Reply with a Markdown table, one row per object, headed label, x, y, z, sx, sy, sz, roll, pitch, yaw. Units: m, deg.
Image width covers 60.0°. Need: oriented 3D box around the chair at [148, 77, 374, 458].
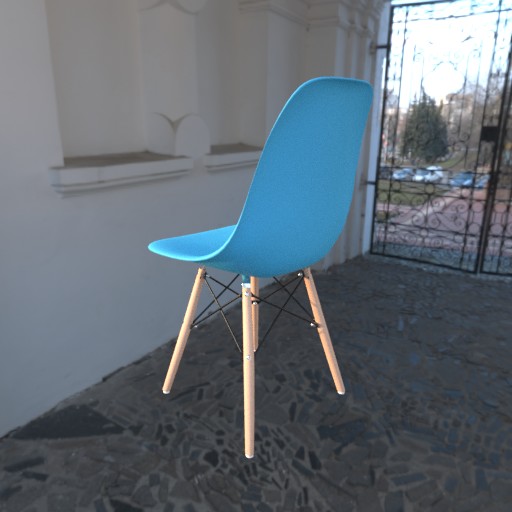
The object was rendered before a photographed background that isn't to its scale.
| label | x | y | z | sx | sy | sz | roll | pitch | yaw |
| --- | --- | --- | --- | --- | --- | --- | --- | --- | --- |
| chair | 0.000 | 0.000 | 1.154 | 0.470 | 0.826 | 0.531 | -15 | 22 | -42 |
